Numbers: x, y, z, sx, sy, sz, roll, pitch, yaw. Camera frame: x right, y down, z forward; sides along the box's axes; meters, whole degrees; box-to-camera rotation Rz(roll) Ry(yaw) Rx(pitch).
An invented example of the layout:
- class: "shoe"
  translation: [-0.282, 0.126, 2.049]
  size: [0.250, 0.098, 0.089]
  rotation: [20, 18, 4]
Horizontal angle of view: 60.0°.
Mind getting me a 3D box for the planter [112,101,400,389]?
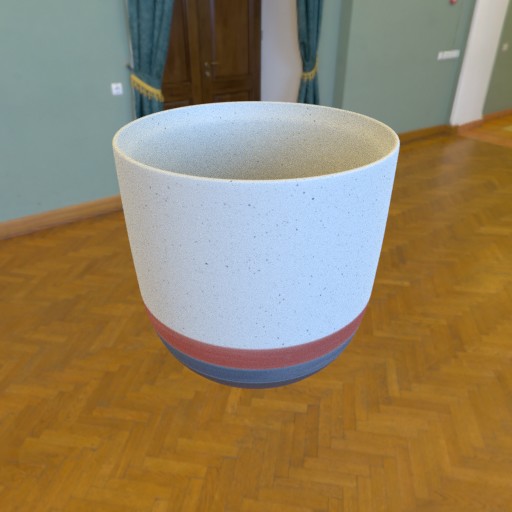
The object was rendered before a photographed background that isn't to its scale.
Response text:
- class: "planter"
  translation: [0.000, 0.000, 0.380]
  size: [0.204, 0.214, 0.204]
  rotation: [0, 31, 0]
